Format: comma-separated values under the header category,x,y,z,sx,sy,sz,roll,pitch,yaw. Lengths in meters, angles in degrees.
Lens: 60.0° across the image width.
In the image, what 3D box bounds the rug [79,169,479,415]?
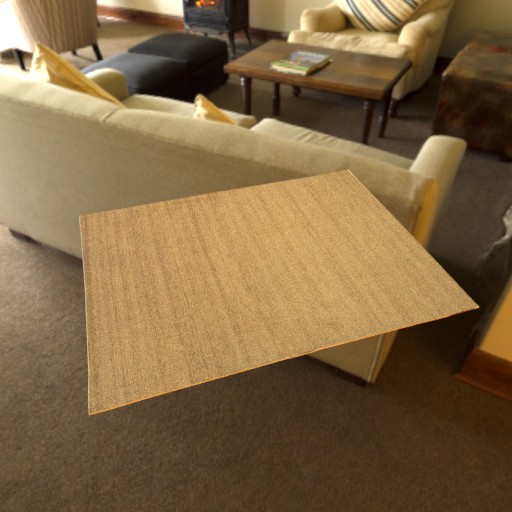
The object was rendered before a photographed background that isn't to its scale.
category,x,y,z,sx,sy,sz,roll,pitch,yaw
rug,0.000,0.000,4.243,3.202,0.045,2.434,-12,42,-13
